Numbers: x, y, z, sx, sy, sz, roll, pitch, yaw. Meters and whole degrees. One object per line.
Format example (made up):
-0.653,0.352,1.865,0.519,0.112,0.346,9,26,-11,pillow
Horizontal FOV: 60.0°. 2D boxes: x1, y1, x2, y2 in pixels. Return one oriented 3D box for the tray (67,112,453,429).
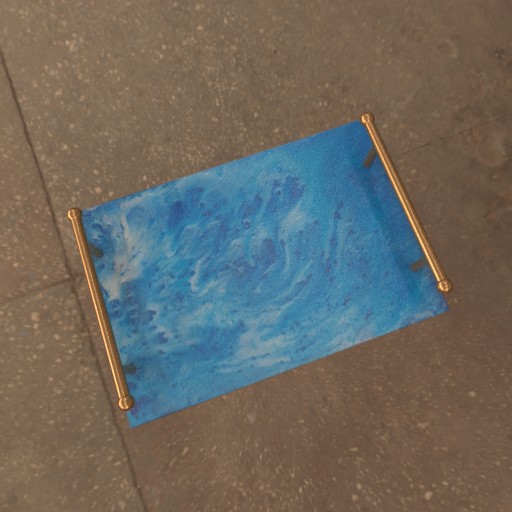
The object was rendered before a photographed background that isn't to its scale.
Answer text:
0.000,0.000,0.582,0.444,0.084,0.304,-19,77,-5,tray
